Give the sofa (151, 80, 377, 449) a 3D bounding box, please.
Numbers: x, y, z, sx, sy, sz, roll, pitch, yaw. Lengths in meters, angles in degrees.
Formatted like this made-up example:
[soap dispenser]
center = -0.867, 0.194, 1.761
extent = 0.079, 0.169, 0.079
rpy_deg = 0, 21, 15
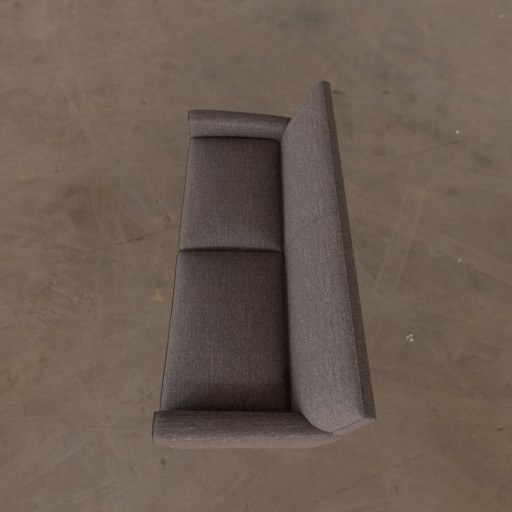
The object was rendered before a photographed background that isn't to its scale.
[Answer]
[sofa]
center = 0.000, 0.000, 2.451
extent = 0.875, 0.846, 1.976
rpy_deg = 0, 58, 0
